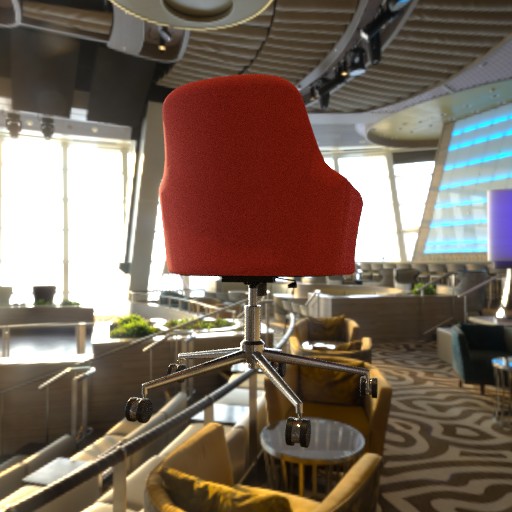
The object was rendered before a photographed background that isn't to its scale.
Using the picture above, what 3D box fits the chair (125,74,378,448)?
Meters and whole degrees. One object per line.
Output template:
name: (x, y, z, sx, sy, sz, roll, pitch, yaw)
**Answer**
chair: (0.000, 0.000, 1.271, 0.655, 0.820, 0.600, 0, -1, 18)
